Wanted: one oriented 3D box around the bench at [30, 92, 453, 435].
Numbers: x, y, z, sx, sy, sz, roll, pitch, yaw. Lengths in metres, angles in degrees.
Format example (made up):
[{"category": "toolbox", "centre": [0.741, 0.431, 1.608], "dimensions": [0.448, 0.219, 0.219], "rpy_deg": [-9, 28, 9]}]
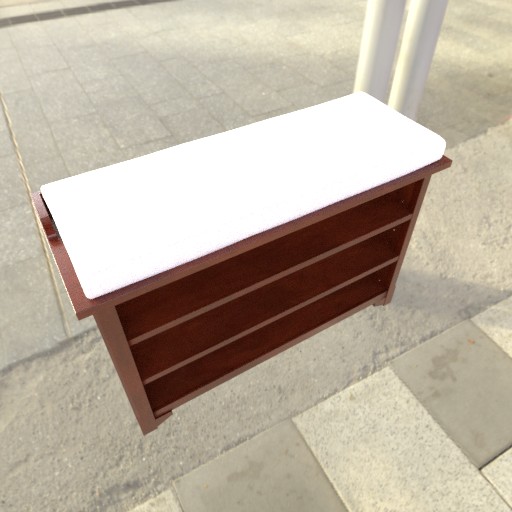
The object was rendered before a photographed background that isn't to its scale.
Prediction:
[{"category": "bench", "centre": [0.000, 0.000, 1.283], "dimensions": [0.987, 0.646, 0.369], "rpy_deg": [-23, 49, -21]}]
